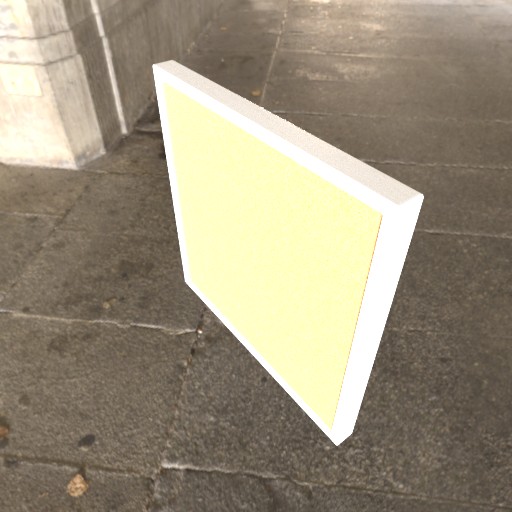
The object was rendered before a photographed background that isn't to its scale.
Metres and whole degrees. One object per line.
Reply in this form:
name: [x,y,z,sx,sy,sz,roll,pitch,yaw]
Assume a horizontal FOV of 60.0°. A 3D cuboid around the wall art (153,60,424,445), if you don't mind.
wall art: [0.000,0.000,0.758,0.038,0.508,0.508,-27,49,-27]
